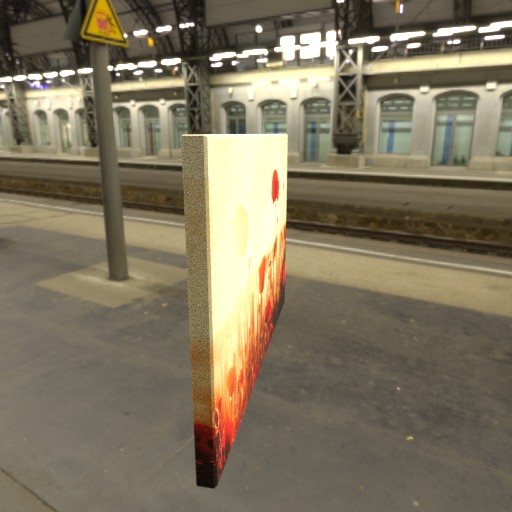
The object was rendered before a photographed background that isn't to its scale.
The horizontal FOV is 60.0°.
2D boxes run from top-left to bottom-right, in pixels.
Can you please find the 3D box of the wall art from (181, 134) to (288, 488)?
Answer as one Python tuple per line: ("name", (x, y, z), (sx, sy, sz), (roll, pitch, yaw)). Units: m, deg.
("wall art", (0.000, 0.000, 1.137), (0.038, 0.602, 0.918), (3, 16, 11))
